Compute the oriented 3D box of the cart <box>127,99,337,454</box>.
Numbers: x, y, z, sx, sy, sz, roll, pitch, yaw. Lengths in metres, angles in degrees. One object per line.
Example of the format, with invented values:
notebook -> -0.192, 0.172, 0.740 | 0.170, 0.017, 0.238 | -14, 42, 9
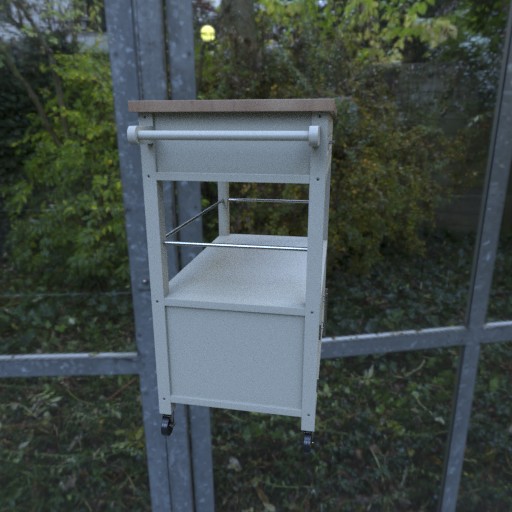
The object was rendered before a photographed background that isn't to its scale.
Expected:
cart -> 0.000, 0.000, 1.405 | 0.459, 0.901, 0.840 | 3, 17, 10
